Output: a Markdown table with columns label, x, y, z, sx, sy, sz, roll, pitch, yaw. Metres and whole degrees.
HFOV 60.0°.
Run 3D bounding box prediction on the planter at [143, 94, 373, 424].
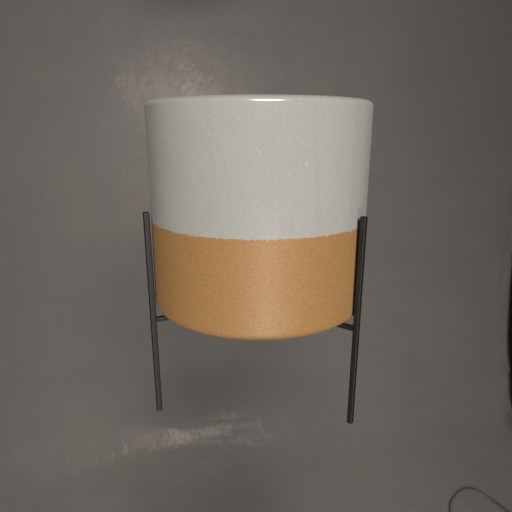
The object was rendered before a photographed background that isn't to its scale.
| label | x | y | z | sx | sy | sz | roll | pitch | yaw |
| --- | --- | --- | --- | --- | --- | --- | --- | --- | --- |
| planter | 0.000 | 0.000 | 0.658 | 0.310 | 0.432 | 0.310 | -2 | 16 | -8 |
